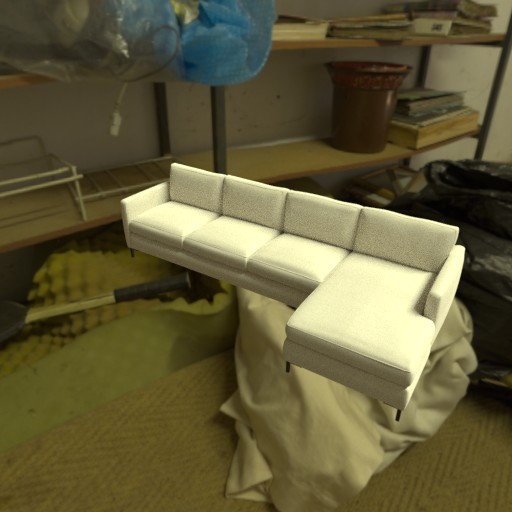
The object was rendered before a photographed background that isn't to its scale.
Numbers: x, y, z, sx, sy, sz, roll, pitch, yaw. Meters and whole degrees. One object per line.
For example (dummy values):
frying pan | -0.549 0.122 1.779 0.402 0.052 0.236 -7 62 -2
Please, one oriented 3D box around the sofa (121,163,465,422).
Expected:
sofa | 0.000 0.000 3.005 2.445 0.677 1.126 18 34 29
